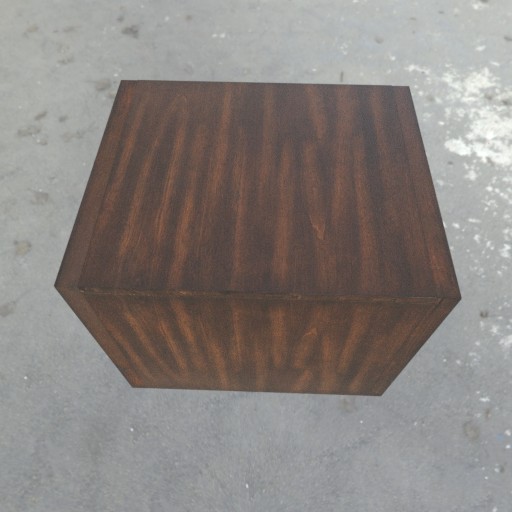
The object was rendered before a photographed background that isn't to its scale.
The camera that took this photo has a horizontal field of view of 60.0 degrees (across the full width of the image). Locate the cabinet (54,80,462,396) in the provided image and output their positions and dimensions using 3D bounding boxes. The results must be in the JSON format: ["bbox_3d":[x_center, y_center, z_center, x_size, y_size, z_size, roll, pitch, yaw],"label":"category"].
[{"bbox_3d":[0.000,0.000,0.827,0.500,0.455,0.402,2,57,1],"label":"cabinet"}]
